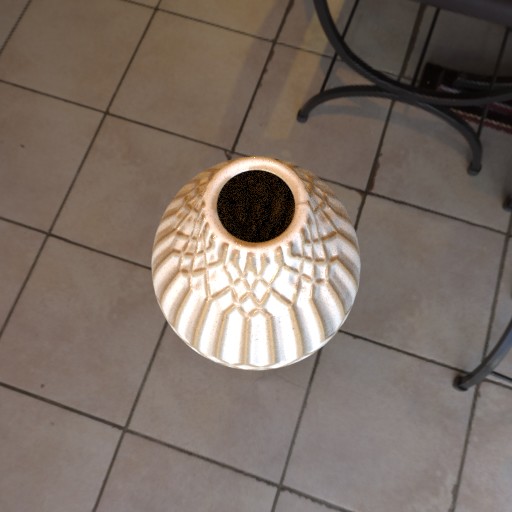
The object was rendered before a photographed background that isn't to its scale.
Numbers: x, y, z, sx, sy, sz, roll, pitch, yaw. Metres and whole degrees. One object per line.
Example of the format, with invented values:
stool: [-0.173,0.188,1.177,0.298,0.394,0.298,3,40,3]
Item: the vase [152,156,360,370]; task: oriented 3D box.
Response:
vase: [0.000,0.000,0.321,0.159,0.200,0.159,0,74,0]
